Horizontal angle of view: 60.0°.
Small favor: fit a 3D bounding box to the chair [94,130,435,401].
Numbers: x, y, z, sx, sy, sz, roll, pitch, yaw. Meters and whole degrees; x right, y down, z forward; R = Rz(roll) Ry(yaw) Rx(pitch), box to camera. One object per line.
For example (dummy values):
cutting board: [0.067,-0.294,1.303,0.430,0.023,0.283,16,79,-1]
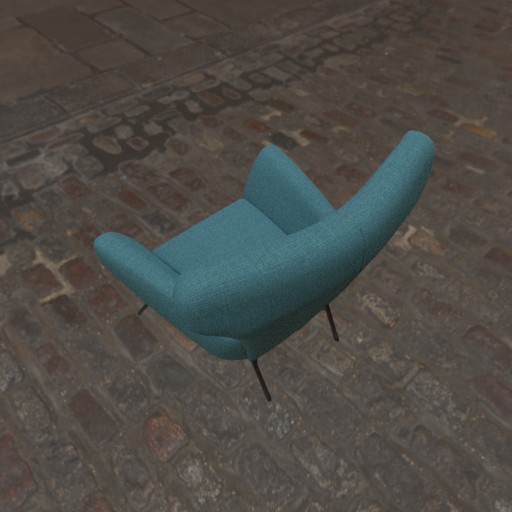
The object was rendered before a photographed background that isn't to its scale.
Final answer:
chair: [0.000,0.000,1.751,1.050,0.980,0.900,-34,56,-27]
